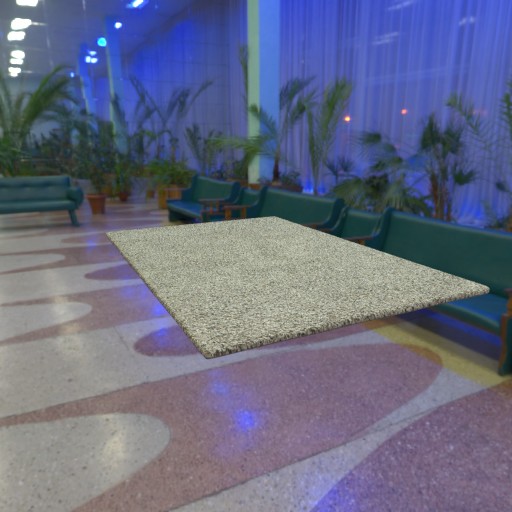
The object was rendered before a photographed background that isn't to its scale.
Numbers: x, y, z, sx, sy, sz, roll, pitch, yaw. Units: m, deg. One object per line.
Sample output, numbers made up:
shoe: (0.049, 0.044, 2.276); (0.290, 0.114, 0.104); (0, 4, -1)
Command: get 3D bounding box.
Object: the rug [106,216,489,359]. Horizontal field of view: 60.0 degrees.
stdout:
rug: (0.000, 0.000, 2.280); (1.219, 0.030, 1.778); (-8, 17, -26)
